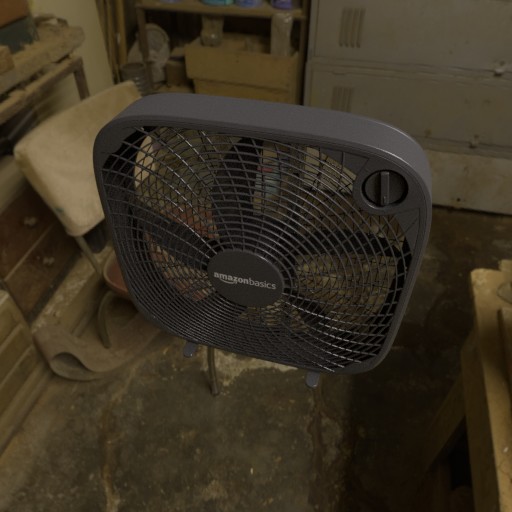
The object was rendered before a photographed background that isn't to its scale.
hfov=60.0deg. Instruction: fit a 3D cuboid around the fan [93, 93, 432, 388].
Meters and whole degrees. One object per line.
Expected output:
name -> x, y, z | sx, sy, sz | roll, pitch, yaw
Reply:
fan -> 0.000, 0.000, 0.786 | 0.526, 0.533, 0.142 | 11, 44, 12
